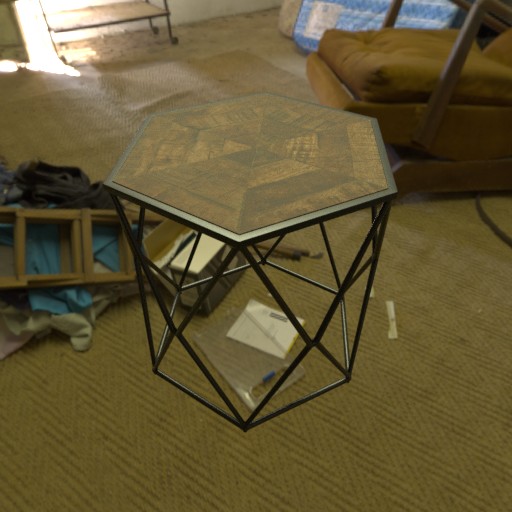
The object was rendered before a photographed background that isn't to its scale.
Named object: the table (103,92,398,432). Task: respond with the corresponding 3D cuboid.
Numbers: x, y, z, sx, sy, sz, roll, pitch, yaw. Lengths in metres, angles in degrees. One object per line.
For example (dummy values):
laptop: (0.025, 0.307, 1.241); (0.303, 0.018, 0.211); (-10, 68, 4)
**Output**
table: (0.000, 0.000, 1.053); (0.578, 0.564, 0.579); (24, 46, 25)
